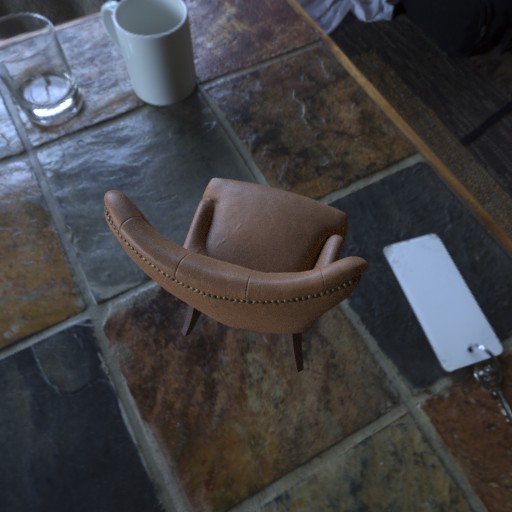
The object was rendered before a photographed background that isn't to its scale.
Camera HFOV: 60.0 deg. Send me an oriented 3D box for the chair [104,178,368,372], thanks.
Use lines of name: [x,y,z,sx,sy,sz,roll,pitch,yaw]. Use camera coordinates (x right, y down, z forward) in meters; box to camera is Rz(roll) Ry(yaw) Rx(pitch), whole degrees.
chair: [0.000,0.000,1.500,0.611,1.065,0.669,16,66,7]
